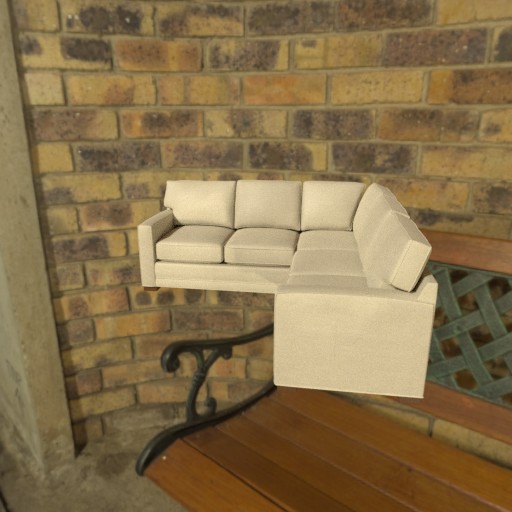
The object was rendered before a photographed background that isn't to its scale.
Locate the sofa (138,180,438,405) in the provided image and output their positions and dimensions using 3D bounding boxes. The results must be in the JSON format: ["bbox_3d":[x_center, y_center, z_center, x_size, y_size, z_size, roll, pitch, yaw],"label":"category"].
[{"bbox_3d":[0.000,0.000,3.444,2.182,0.939,2.189,3,17,9],"label":"sofa"}]
